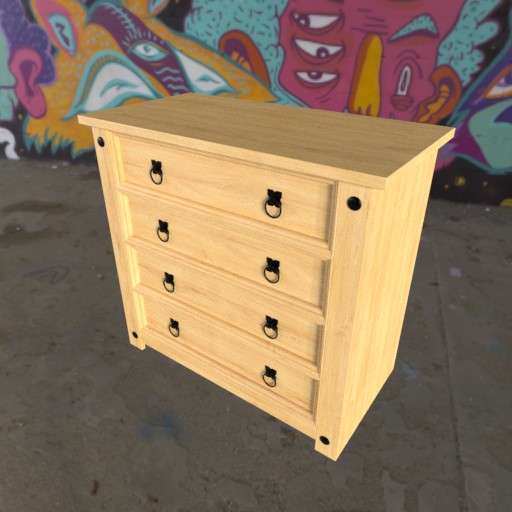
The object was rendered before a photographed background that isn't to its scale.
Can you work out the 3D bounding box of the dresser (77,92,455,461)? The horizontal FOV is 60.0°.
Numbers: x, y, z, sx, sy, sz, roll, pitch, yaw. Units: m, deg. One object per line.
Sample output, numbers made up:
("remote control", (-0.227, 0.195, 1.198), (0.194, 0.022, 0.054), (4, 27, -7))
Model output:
("dresser", (0.000, 0.000, 1.223), (0.800, 0.730, 0.410), (19, 35, 30))
